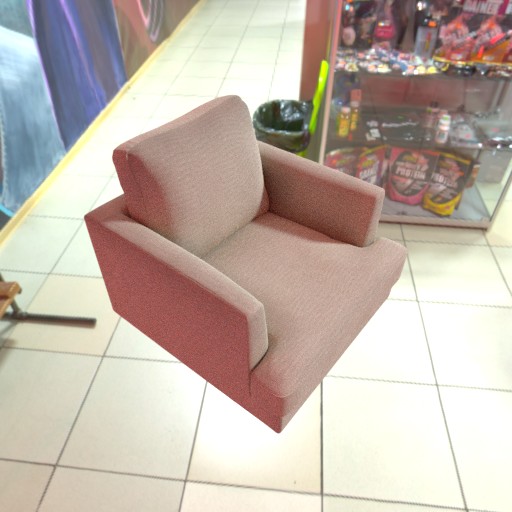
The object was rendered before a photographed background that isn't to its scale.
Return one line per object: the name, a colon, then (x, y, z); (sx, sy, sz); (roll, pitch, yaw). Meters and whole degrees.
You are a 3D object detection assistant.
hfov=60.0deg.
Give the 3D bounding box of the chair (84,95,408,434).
chair: (0.000, 0.000, 1.702); (0.899, 0.957, 0.858); (28, 49, 28)
